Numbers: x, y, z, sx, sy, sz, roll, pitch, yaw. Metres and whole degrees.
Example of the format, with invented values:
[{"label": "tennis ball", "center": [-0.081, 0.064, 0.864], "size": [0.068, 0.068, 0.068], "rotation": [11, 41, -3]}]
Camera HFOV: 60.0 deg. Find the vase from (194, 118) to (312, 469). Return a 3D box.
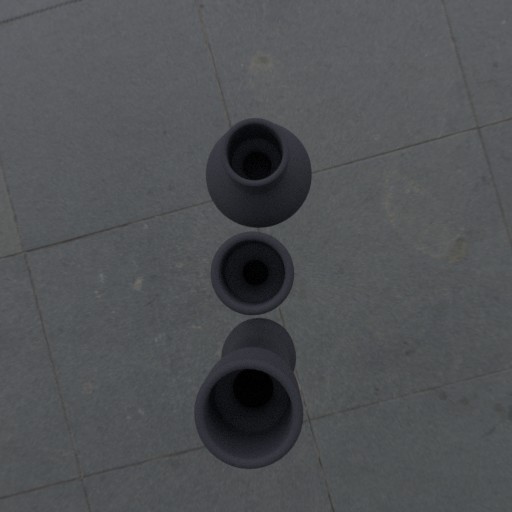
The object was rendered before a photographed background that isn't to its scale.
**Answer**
[{"label": "vase", "center": [0.000, 0.000, 0.429], "size": [0.120, 0.249, 0.307], "rotation": [0, 88, 2]}]
